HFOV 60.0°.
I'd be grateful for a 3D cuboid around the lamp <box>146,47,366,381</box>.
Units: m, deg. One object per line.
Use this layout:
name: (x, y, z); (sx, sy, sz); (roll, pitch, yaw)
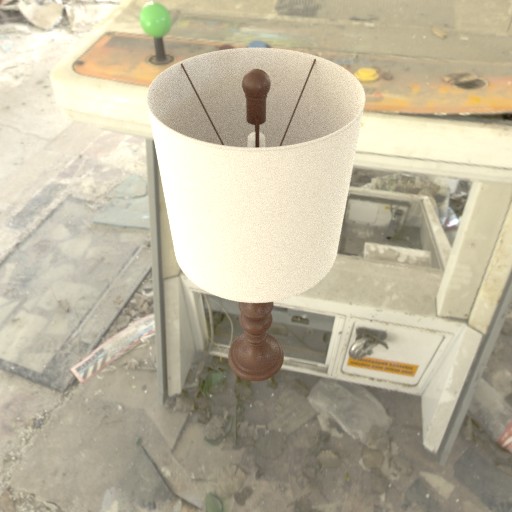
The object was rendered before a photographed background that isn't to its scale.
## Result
lamp: (0.000, 0.000, 0.710); (0.250, 0.597, 0.250); (30, 53, 26)
